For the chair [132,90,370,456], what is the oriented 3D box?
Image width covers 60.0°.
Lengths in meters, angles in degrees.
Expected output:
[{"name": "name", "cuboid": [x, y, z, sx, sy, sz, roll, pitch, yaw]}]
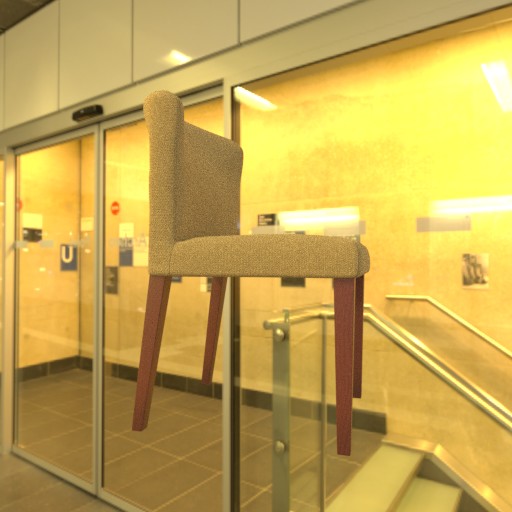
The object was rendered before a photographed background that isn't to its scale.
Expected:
[{"name": "chair", "cuboid": [0.000, 0.000, 1.208, 0.589, 0.839, 0.491, 0, -1, 16]}]
